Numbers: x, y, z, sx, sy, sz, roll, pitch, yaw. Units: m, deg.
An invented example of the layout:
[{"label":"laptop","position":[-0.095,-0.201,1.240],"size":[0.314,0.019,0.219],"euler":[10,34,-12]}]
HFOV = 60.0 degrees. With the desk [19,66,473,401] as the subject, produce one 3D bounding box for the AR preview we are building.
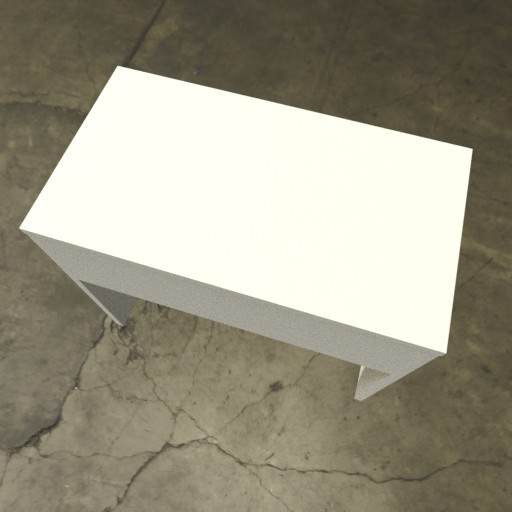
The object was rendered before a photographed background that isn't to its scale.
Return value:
[{"label":"desk","position":[0.000,0.000,1.316],"size":[0.900,0.729,0.498],"euler":[16,66,7]}]
